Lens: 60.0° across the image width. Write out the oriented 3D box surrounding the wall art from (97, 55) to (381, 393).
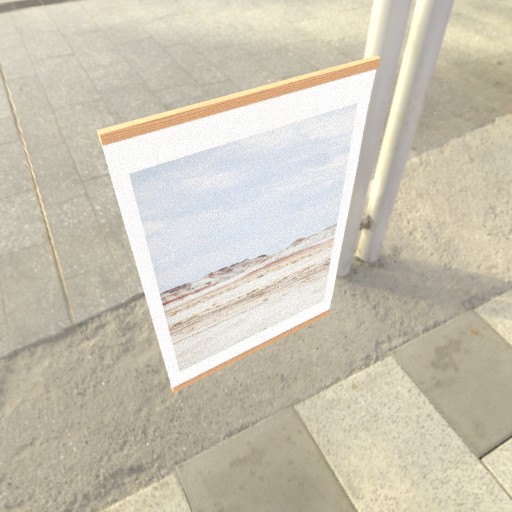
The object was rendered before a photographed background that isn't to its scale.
[{"bbox_3d":[0.000,0.000,1.953,1.011,1.521,0.025,-23,50,-20],"label":"wall art"}]
